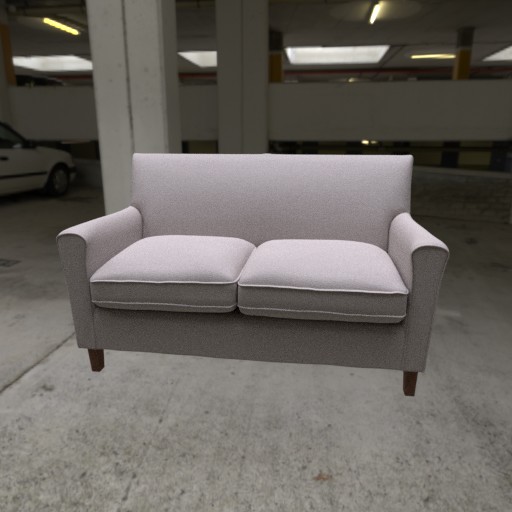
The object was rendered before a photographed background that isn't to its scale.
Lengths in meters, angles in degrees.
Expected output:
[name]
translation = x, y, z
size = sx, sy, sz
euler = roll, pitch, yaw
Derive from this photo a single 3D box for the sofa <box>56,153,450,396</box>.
[sofa]
translation = 0.000, 0.000, 2.056
size = 1.482, 0.890, 0.888
euler = 2, 16, 8
